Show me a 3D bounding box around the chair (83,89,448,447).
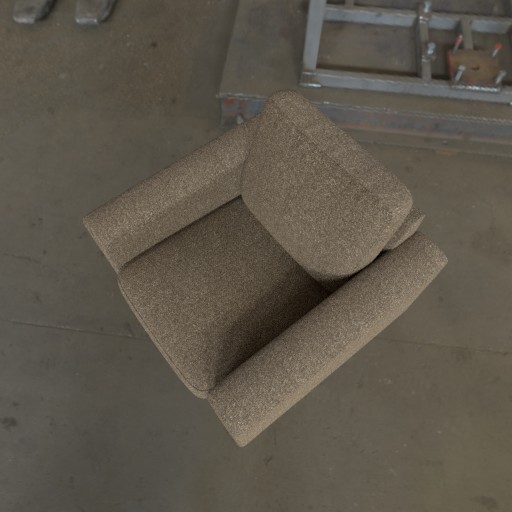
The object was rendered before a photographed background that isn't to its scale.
[{"bbox_3d":[0.000,0.000,1.759,1.016,0.873,1.005,-35,68,-16],"label":"chair"}]
